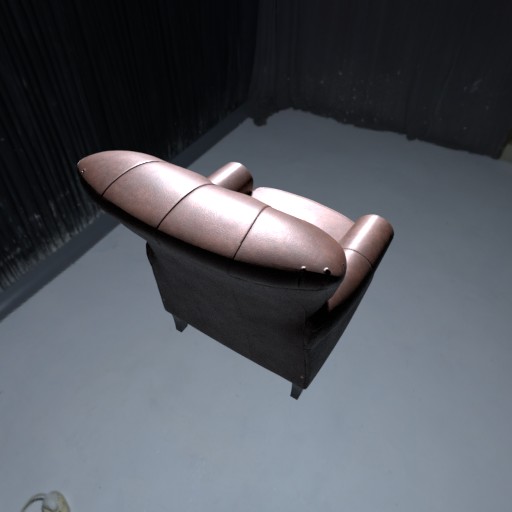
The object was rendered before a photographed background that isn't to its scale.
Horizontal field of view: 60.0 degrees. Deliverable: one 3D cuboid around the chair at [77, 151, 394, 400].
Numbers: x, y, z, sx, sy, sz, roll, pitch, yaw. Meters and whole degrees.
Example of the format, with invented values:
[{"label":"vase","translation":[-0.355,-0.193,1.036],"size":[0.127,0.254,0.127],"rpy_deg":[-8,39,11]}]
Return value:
[{"label":"chair","translation":[0.000,0.000,1.916],"size":[0.979,1.162,1.031],"rpy_deg":[25,51,22]}]
